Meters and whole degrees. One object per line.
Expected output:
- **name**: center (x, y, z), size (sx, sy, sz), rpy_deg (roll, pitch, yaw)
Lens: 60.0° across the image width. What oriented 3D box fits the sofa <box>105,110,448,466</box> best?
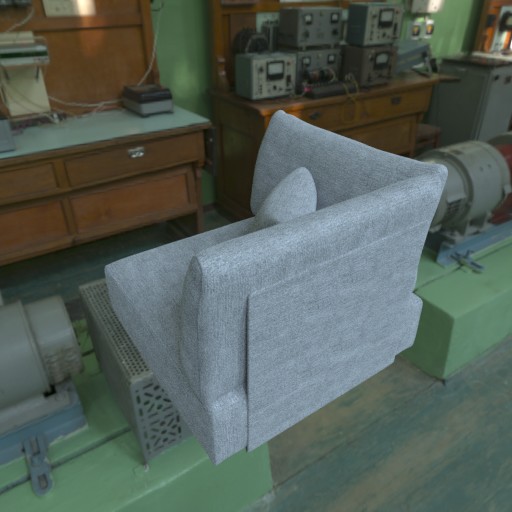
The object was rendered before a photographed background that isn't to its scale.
- **sofa**: center (0.000, 0.000, 1.762), size (1.000, 0.820, 1.000), rpy_deg (-20, 38, -29)
